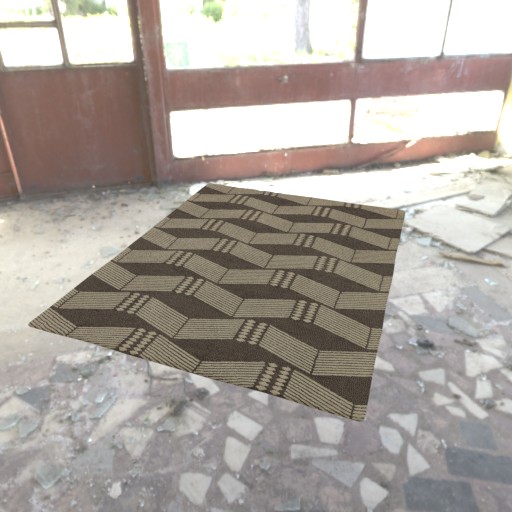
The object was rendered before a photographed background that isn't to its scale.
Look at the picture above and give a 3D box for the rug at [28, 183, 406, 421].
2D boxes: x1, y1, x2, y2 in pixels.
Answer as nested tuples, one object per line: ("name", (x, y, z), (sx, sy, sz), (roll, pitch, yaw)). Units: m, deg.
("rug", (0.000, 0.000, 4.092), (2.438, 0.016, 3.048), (11, 32, 18))
